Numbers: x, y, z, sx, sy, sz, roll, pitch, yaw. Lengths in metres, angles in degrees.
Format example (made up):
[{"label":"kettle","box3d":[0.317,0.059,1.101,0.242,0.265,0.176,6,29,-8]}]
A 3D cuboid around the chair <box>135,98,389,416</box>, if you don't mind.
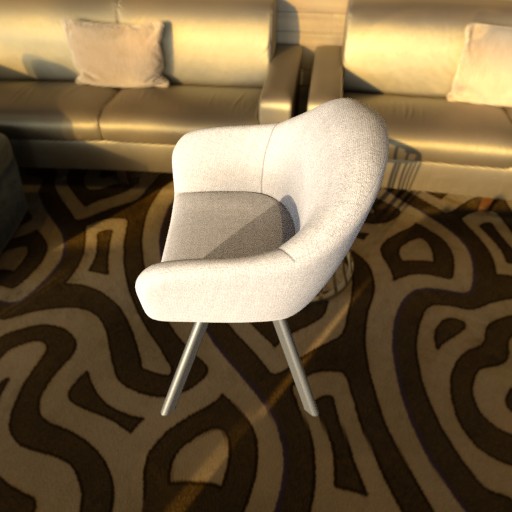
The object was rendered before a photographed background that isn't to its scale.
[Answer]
[{"label":"chair","box3d":[0.000,0.000,1.189,0.550,0.795,0.590,0,42,0]}]
